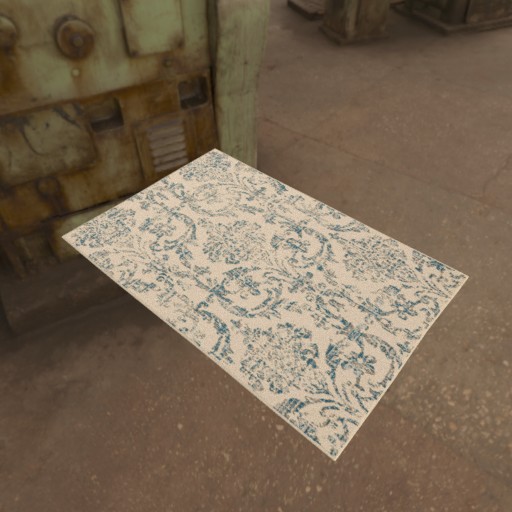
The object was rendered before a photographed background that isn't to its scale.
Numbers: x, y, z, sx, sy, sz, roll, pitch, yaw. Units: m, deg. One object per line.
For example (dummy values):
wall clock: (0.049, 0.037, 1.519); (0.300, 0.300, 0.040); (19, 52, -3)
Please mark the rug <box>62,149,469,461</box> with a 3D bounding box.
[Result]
rug: (0.000, 0.000, 2.369); (1.831, 0.012, 1.213); (32, 53, 28)
